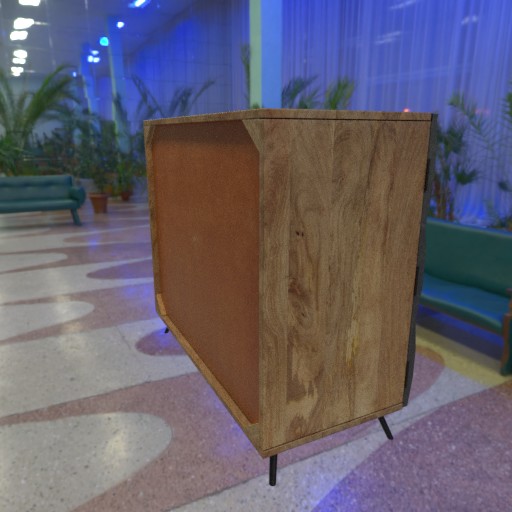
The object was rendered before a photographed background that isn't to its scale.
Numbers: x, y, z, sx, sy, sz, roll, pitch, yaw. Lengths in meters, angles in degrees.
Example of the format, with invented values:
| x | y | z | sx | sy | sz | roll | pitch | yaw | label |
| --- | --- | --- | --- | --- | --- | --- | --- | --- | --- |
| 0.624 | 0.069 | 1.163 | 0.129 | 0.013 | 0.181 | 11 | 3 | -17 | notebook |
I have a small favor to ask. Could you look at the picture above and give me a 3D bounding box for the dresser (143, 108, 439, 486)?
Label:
| x | y | z | sx | sy | sz | roll | pitch | yaw | label |
| --- | --- | --- | --- | --- | --- | --- | --- | --- | --- |
| 0.000 | 0.000 | 1.421 | 0.446 | 0.847 | 0.967 | -8 | 17 | -26 | dresser |
